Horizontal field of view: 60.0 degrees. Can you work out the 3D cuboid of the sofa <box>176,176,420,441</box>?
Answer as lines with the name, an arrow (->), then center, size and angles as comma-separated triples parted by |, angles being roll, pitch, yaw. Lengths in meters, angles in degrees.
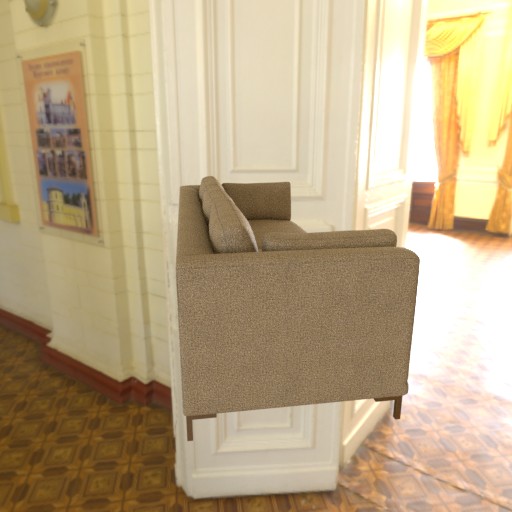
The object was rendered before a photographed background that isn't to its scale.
sofa -> 0.000, 0.000, 2.892 | 0.969, 0.867, 2.415 | -2, 16, -9
